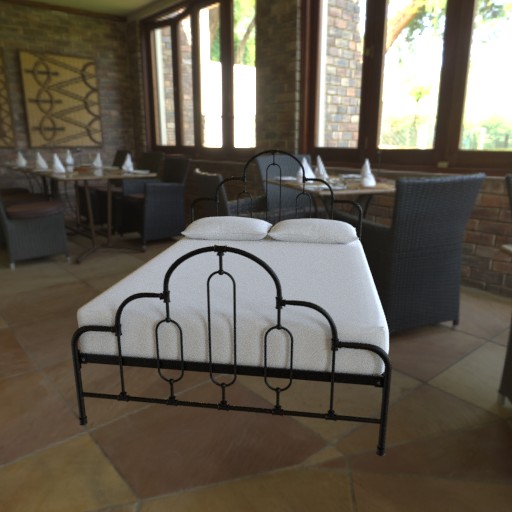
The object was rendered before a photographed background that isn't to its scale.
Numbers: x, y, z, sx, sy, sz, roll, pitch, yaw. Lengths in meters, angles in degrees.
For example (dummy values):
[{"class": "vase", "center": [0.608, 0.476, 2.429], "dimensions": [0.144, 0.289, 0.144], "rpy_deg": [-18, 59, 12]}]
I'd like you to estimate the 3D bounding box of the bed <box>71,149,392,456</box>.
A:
[{"class": "bed", "center": [0.000, 0.000, 3.160], "dimensions": [1.626, 1.444, 2.181], "rpy_deg": [2, 15, 9]}]
